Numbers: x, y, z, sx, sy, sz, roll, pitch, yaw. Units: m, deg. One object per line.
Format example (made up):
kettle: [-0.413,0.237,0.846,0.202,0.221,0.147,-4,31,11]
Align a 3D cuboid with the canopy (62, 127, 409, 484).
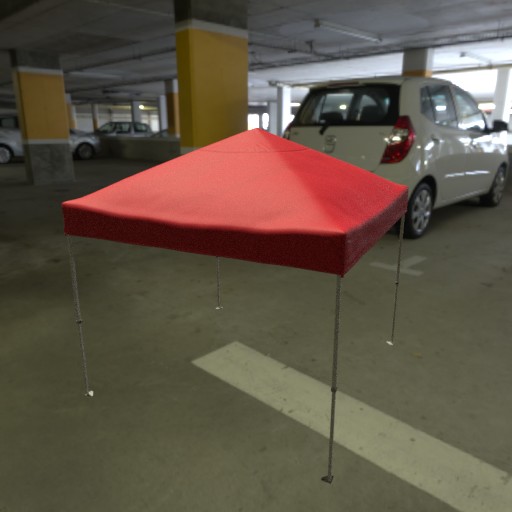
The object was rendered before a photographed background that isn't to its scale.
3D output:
canopy: [0.000,0.000,5.369,2.996,2.997,2.998,8,18,26]
